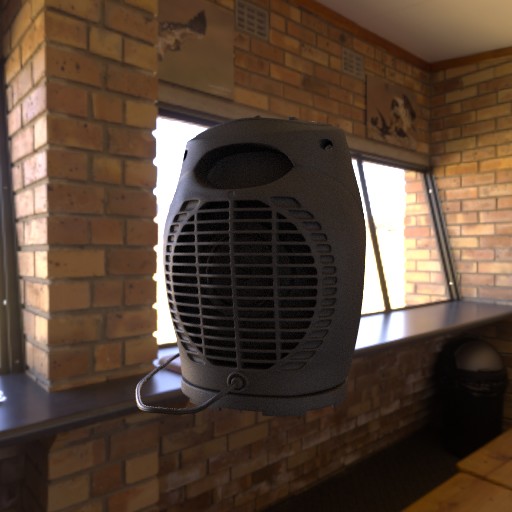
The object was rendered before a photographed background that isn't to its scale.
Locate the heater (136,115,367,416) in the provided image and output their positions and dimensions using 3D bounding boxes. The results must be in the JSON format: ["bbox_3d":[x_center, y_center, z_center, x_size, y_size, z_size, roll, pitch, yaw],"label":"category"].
[{"bbox_3d":[0.000,0.000,0.480,0.239,0.255,0.291,0,1,18],"label":"heater"}]
